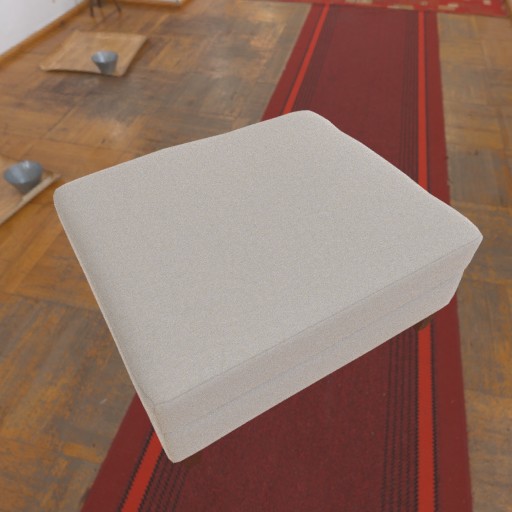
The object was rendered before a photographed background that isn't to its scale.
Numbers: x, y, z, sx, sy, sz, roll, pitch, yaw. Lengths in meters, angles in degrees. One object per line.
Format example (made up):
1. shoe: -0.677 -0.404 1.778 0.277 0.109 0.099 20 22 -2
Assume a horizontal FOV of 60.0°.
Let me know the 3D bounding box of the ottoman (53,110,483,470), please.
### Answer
1. ottoman: 0.000 0.000 1.396 0.976 0.492 0.836 -23 50 -21
